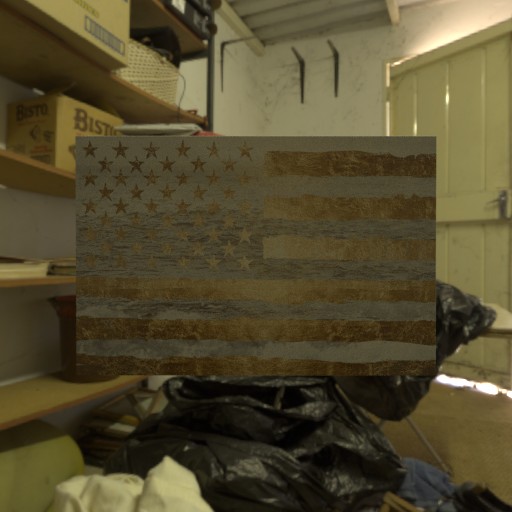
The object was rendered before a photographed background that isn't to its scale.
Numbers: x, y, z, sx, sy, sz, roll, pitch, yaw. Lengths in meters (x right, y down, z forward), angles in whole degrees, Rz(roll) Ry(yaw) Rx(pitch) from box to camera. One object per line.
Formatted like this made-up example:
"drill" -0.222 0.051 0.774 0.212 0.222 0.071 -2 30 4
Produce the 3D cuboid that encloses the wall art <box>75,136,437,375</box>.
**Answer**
"wall art" 0.000 0.000 1.429 1.145 0.762 0.041 0 1 0
